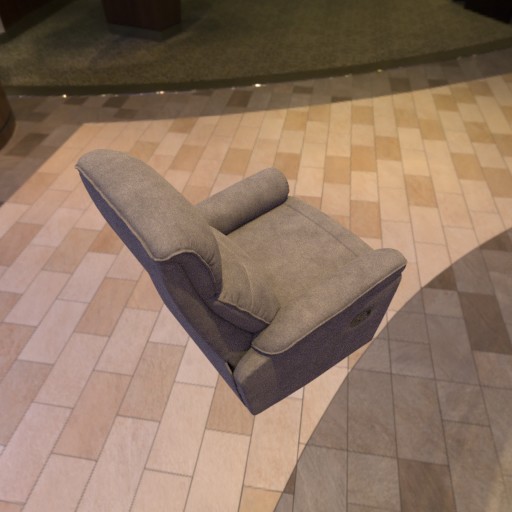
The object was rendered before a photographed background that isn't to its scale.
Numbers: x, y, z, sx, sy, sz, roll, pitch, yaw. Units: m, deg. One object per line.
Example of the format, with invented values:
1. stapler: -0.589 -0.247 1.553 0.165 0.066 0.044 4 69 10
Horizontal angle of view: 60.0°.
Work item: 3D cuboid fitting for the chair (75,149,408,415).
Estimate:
1. chair: 0.000 0.000 1.737 1.009 1.036 0.830 -27 49 -26
